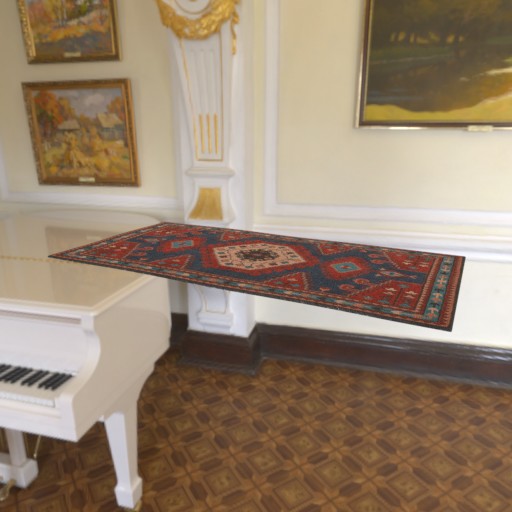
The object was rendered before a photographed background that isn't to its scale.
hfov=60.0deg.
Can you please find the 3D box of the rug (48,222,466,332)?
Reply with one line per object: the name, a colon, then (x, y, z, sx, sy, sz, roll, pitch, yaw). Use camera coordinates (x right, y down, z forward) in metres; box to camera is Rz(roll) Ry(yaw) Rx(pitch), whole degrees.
rug: (0.000, 0.000, 3.589, 3.032, 0.034, 1.522, 8, 18, 26)
